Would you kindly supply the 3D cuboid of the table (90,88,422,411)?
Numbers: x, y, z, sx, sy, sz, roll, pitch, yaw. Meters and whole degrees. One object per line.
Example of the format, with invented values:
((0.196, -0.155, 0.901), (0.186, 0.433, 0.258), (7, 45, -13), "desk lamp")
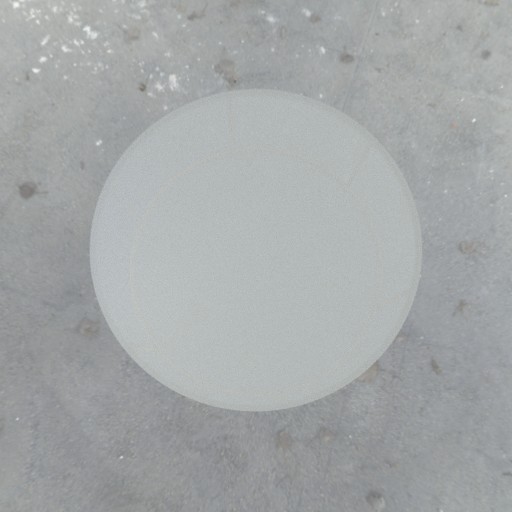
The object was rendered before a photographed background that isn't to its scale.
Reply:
((0.000, 0.000, 1.443), (0.914, 0.470, 0.914), (0, 76, 0), "table")
